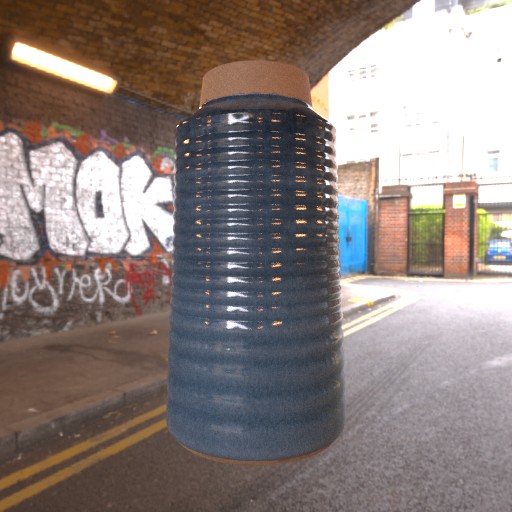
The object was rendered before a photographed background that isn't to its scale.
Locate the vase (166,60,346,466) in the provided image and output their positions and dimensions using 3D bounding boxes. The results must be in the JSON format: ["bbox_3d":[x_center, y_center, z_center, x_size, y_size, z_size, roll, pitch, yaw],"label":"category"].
[{"bbox_3d":[0.000,0.000,0.406,0.163,0.316,0.163,0,2,0],"label":"vase"}]
